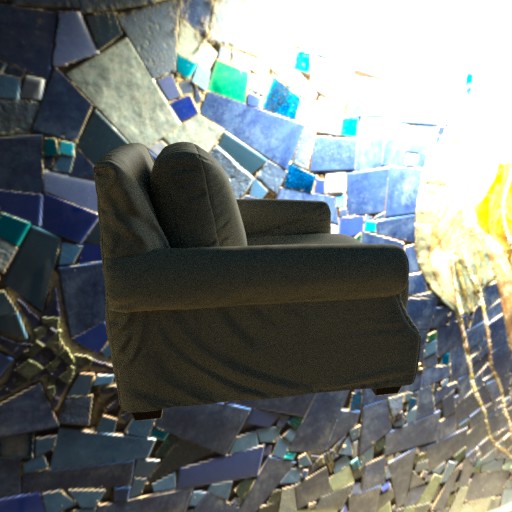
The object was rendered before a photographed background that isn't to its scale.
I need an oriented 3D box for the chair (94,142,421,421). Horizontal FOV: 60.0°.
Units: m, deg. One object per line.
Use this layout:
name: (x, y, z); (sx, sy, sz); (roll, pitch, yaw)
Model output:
chair: (0.000, 0.000, 1.753); (1.066, 0.866, 0.940); (-3, 18, -9)
